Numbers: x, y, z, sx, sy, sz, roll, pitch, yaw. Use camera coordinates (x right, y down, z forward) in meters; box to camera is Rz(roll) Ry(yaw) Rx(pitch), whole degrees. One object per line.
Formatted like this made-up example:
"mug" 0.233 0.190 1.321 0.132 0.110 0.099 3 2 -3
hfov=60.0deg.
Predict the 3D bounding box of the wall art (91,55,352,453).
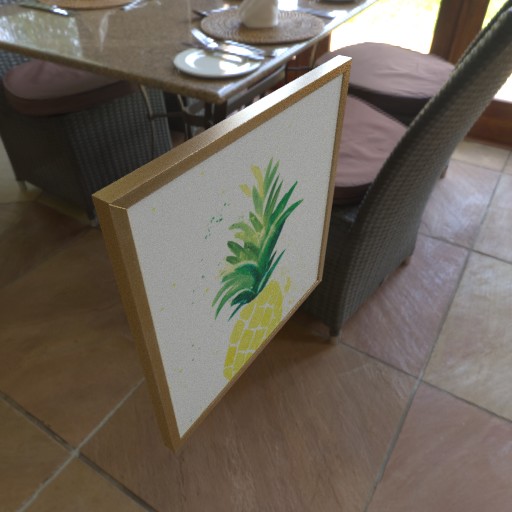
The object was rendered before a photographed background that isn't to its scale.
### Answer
"wall art" 0.000 0.000 1.108 0.037 0.760 0.762 25 47 26
